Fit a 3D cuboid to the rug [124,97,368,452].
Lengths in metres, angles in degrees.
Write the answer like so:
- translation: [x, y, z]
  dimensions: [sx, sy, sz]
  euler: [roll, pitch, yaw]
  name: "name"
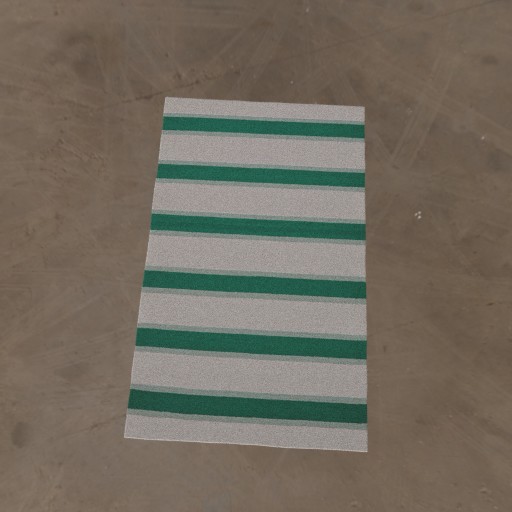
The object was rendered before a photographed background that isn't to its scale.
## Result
- translation: [0.000, 0.000, 3.065]
  dimensions: [1.521, 0.015, 2.436]
  euler: [3, 75, 1]
  name: "rug"
